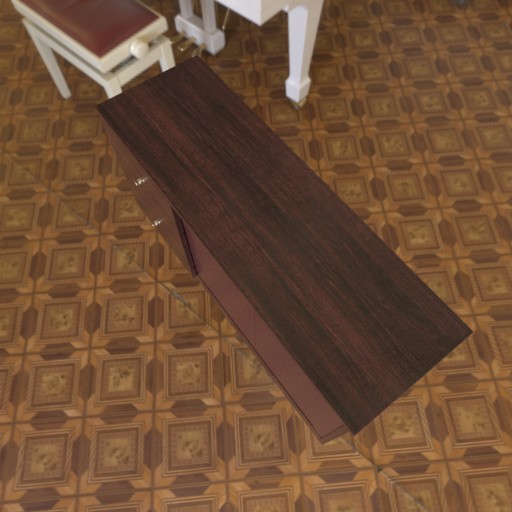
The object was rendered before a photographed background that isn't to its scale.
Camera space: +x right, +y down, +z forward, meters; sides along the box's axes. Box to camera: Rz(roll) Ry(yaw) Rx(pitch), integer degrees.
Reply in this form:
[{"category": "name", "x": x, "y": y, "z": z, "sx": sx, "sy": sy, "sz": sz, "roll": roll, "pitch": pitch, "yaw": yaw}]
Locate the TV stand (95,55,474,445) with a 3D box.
[{"category": "TV stand", "x": 0.000, "y": 0.000, "z": 1.489, "sx": 0.404, "sy": 0.614, "sz": 1.192, "roll": -34, "pitch": 68, "yaw": -16}]
